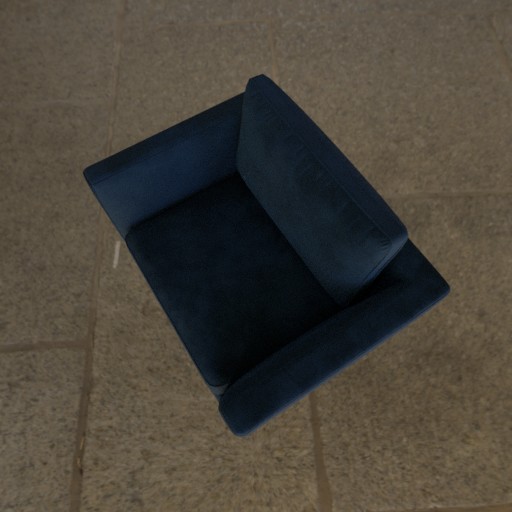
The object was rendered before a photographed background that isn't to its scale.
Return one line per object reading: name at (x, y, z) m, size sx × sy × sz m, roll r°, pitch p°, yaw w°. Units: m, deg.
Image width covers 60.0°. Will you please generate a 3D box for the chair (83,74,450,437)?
chair at (0.000, 0.000, 1.560) m, size 0.746 × 0.893 × 0.977 m, roll -30°, pitch 69°, yaw -13°
